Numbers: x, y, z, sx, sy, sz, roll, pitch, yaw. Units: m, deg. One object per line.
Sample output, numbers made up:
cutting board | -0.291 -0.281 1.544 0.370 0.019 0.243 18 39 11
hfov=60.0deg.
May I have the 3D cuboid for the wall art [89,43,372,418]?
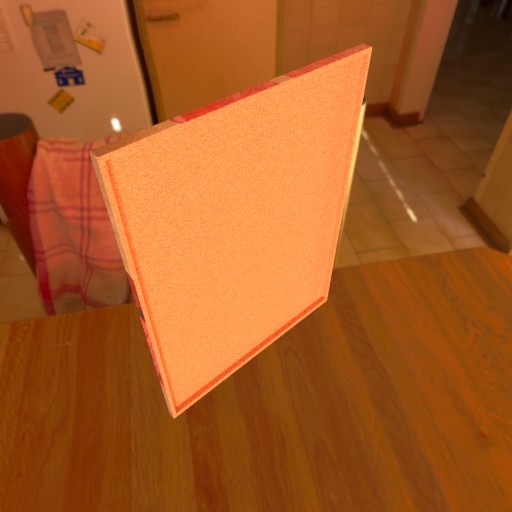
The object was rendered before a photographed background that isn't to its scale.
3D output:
wall art | 0.000 0.000 1.310 0.762 1.015 0.031 -32 54 -28
